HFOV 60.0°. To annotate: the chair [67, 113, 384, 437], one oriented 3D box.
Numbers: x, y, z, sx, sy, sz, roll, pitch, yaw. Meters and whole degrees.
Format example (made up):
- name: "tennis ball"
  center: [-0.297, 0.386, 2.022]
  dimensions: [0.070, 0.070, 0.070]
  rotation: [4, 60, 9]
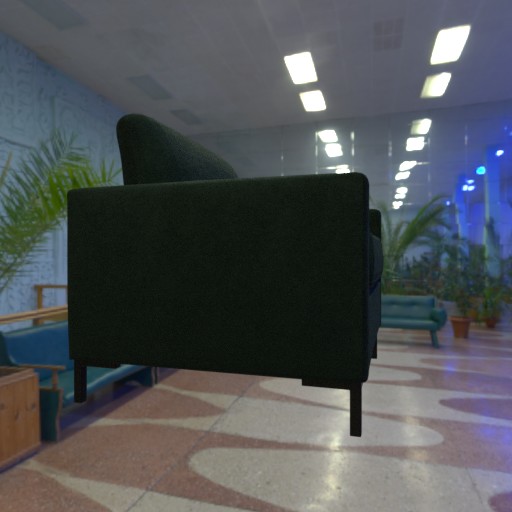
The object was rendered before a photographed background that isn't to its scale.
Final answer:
- name: "chair"
  center: [0.000, 0.000, 1.588]
  dimensions: [0.866, 0.861, 0.963]
  rotation: [0, 0, 18]
